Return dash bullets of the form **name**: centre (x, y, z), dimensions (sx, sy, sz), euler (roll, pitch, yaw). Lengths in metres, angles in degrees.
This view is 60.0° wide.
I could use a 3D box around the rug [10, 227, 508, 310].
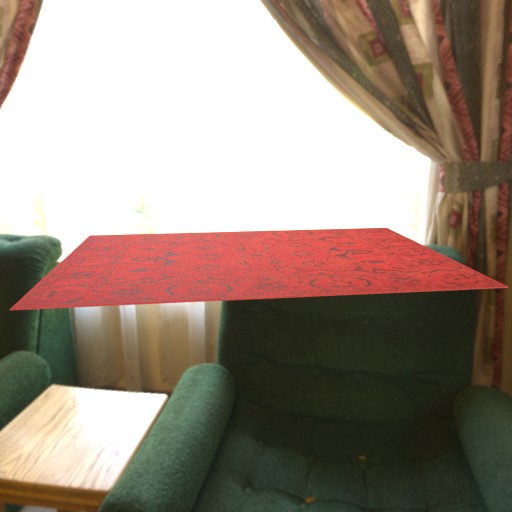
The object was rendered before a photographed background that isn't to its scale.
- **rug**: centre (0.000, 0.000, 2.867), dimensions (2.423, 0.010, 1.534), euler (-2, 15, -7)
